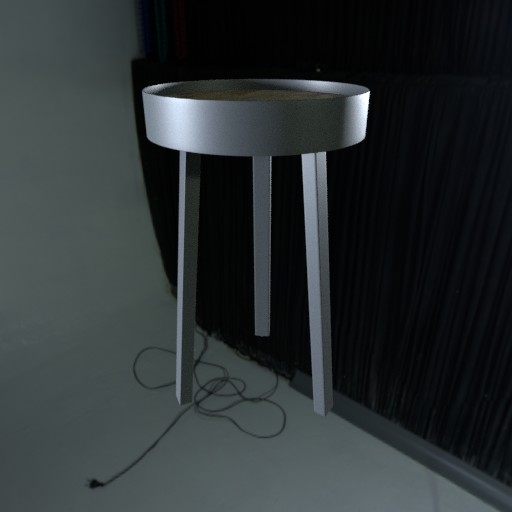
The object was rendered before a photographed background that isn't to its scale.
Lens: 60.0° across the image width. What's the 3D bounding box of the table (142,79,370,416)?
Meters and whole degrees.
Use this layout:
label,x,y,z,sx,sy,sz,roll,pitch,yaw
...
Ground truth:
label,x,y,z,sx,sy,sz,roll,pitch,yaw
table,0.000,0.000,0.962,0.406,0.686,0.406,18,31,32
